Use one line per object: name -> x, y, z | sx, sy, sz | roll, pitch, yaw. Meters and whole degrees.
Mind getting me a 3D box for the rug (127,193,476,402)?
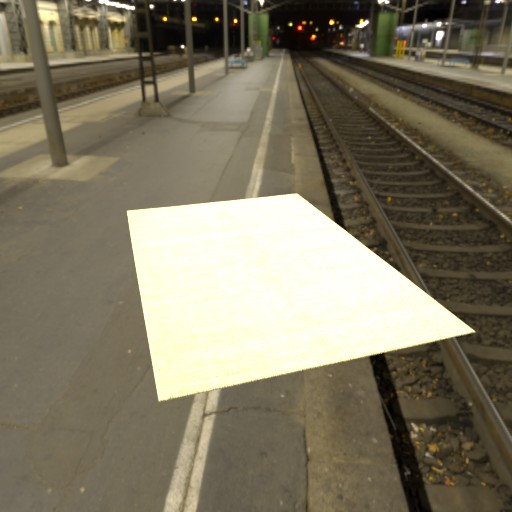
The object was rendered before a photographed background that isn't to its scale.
rug -> 0.000, 0.000, 2.387 | 1.250, 0.015, 1.850 | -8, 27, -16
